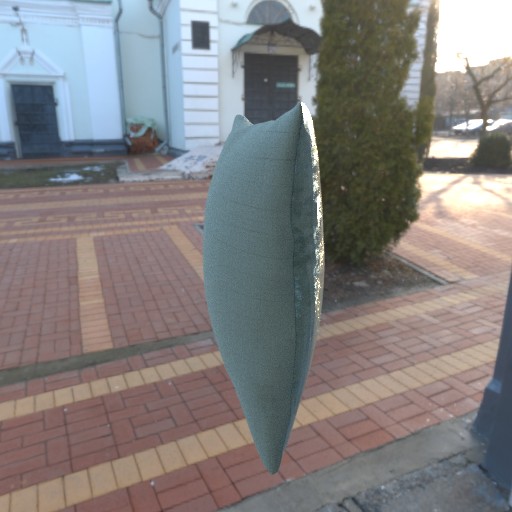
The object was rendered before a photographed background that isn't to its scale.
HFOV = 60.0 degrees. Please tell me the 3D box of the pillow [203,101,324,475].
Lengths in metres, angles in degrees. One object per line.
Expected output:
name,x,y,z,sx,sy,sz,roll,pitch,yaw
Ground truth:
pillow,0.000,0.000,0.735,0.175,0.464,0.470,-3,17,-9
